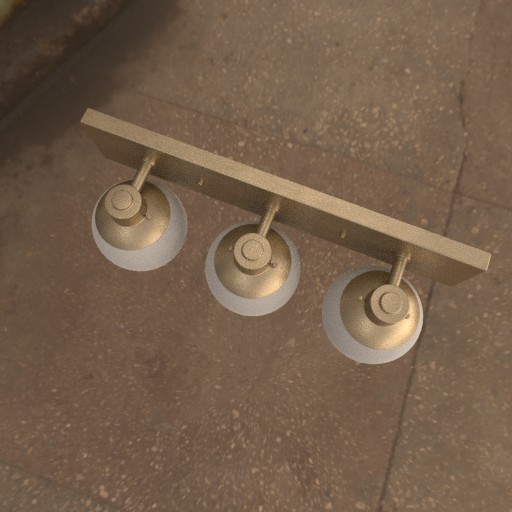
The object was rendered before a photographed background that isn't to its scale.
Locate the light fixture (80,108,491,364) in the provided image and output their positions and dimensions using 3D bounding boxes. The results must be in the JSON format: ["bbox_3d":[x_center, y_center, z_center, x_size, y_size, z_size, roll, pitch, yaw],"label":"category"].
[{"bbox_3d":[0.000,0.000,0.840,0.721,0.263,0.218,21,76,6],"label":"light fixture"}]
